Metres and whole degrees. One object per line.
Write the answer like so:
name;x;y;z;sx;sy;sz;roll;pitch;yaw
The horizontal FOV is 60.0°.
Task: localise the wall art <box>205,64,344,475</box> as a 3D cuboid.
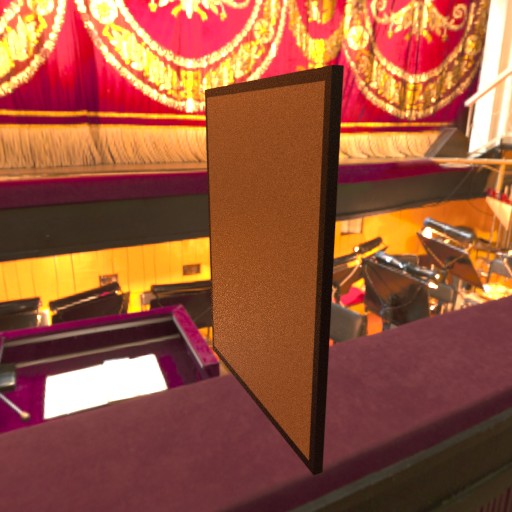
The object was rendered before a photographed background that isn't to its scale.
wall art;0.000;0.000;1.391;0.030;1.027;0.774;-8;18;-25
